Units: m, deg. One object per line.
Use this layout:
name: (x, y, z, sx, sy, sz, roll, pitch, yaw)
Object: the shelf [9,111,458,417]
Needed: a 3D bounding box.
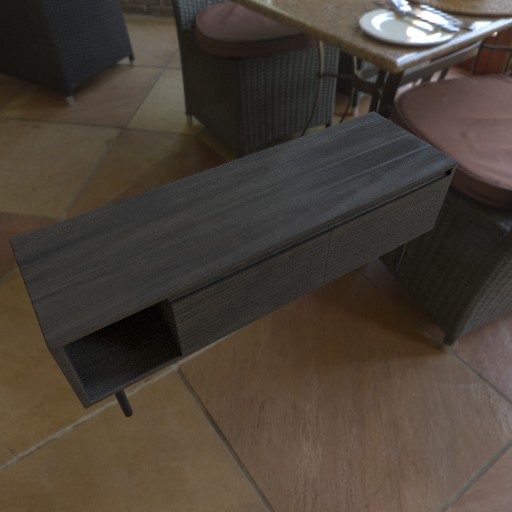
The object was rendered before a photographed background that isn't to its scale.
shelf: (0.000, 0.000, 1.477, 1.300, 0.495, 0.400, -24, 51, -22)
